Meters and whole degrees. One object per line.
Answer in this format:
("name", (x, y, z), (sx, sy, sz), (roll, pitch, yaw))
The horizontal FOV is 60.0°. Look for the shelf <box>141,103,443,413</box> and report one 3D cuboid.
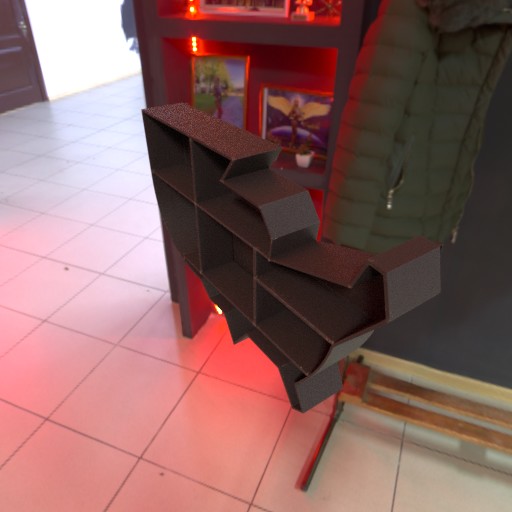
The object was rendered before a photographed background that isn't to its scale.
("shelf", (0.000, 0.000, 0.887), (0.112, 0.439, 0.729), (-21, 39, -29))
